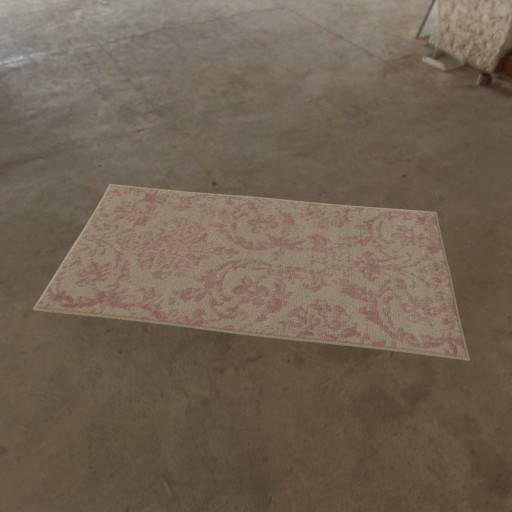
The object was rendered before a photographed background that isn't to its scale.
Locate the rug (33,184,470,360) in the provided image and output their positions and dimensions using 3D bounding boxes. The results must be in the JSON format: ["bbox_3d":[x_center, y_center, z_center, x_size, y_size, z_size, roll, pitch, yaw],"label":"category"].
[{"bbox_3d":[0.000,0.000,1.430,1.219,0.007,0.604,6,46,5],"label":"rug"}]
